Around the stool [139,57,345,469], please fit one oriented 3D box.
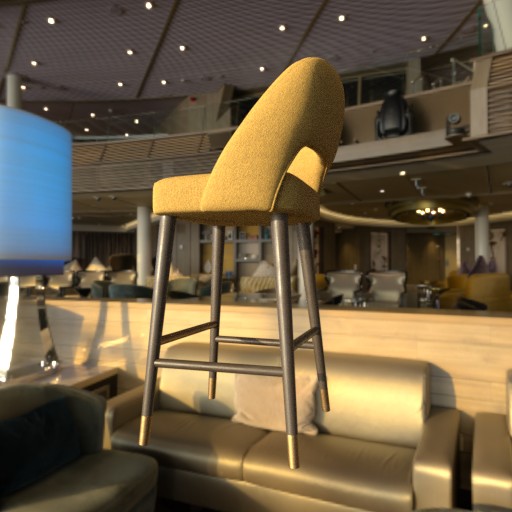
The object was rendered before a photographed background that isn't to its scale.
[{"bbox_3d":[0.000,0.000,1.342,0.522,1.032,0.536,0,-1,19],"label":"stool"}]
